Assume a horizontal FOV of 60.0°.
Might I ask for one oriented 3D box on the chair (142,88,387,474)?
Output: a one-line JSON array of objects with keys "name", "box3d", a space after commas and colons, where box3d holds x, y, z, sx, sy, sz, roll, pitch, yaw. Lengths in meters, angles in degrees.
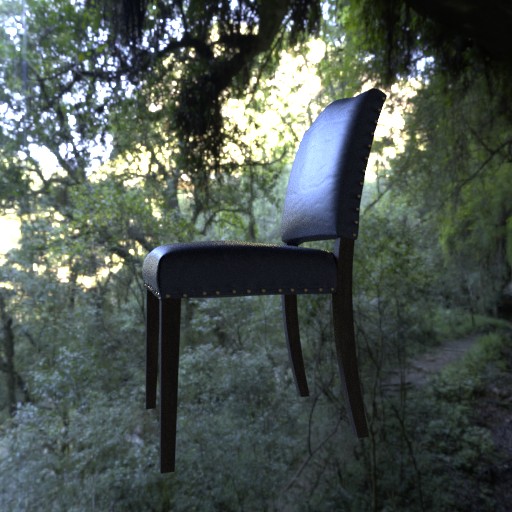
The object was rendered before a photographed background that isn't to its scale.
[{"name": "chair", "box3d": [0.000, 0.000, 1.330, 0.633, 0.991, 0.500, 0, -1, -18]}]
